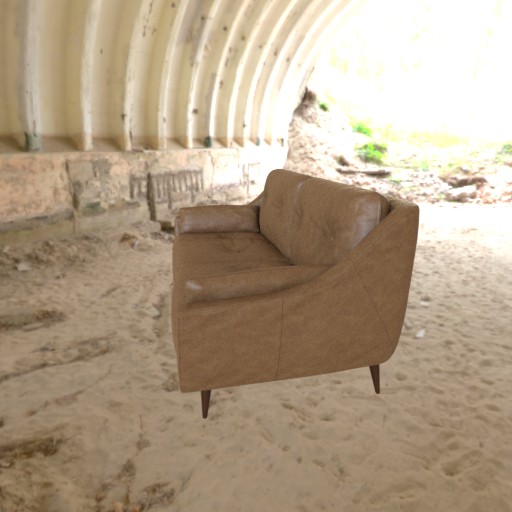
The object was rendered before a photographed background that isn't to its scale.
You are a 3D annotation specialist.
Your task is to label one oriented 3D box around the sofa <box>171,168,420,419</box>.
[{"bbox_3d":[0.000,0.000,2.381,0.904,0.839,1.902,-3,15,-10],"label":"sofa"}]
